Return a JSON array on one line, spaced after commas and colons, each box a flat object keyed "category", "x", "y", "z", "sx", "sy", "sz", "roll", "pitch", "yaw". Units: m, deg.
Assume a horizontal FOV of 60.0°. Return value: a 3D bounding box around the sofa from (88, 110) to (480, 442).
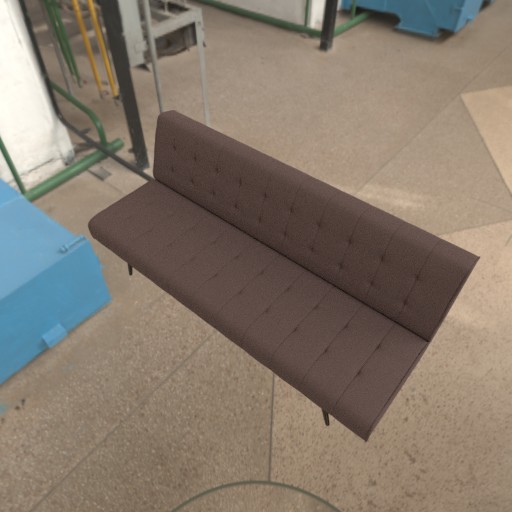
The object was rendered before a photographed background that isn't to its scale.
[{"category": "sofa", "x": 0.000, "y": 0.000, "z": 2.130, "sx": 1.703, "sy": 0.699, "sz": 0.747, "roll": 32, "pitch": 55, "yaw": 26}]
